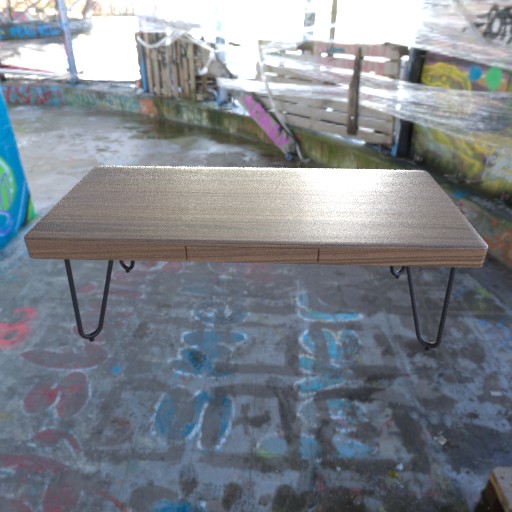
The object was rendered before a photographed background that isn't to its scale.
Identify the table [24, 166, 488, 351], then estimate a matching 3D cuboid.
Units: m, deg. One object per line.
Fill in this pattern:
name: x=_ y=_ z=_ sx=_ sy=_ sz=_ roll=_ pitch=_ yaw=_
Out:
table: x=0.000 y=0.000 z=1.683 sx=1.375 sy=0.468 sz=0.637 roll=1 pitch=31 yaw=2
